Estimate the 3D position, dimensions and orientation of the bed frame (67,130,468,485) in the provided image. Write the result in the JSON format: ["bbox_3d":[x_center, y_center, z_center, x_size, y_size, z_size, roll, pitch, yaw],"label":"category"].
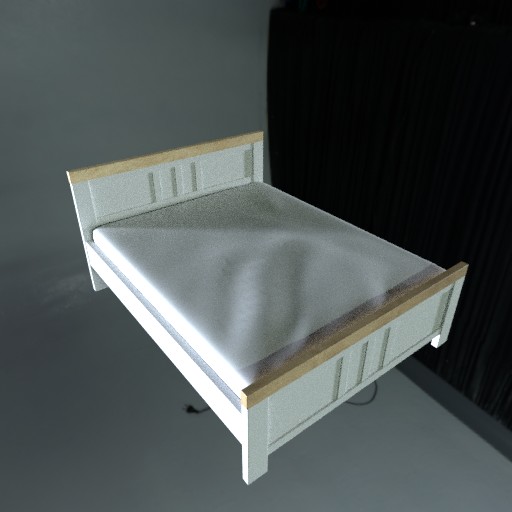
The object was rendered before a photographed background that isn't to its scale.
[{"bbox_3d":[0.000,0.000,3.002,1.670,0.980,2.050,-22,37,-31],"label":"bed frame"}]
